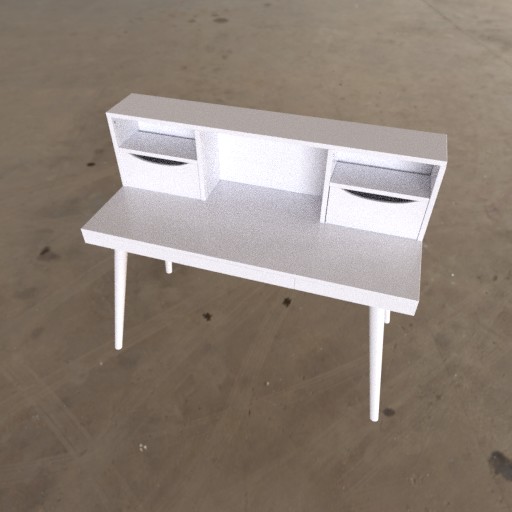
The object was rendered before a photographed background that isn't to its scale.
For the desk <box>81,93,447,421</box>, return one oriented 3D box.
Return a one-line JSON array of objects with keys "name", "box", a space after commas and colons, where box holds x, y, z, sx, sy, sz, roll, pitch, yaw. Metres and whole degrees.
[{"name": "desk", "box": [0.000, 0.000, 1.781, 1.199, 0.990, 0.559, 12, 43, 13]}]
